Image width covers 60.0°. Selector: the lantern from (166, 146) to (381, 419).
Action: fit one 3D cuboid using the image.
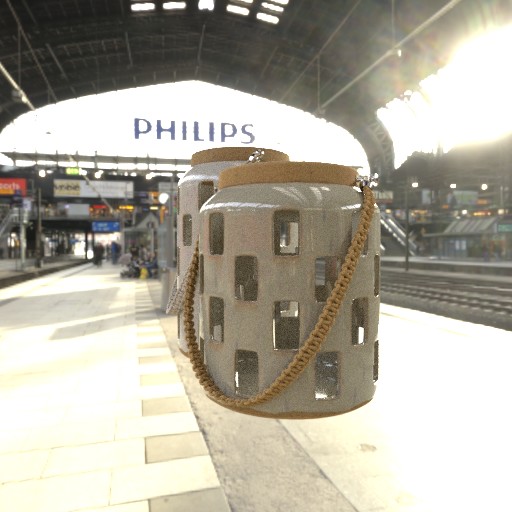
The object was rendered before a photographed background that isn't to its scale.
[{"bbox_3d":[0.000,0.000,0.493,0.184,0.255,0.347,0,1,-18],"label":"lantern"}]
